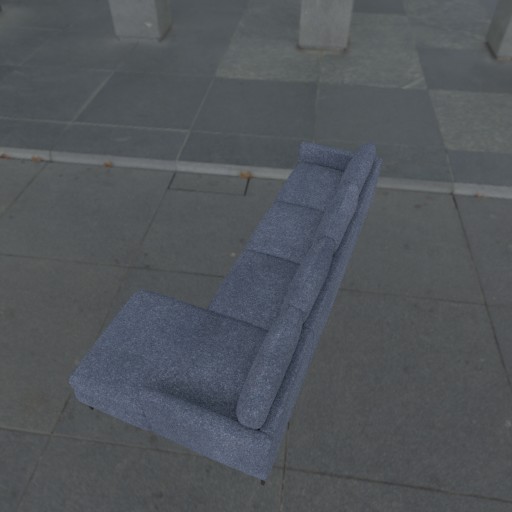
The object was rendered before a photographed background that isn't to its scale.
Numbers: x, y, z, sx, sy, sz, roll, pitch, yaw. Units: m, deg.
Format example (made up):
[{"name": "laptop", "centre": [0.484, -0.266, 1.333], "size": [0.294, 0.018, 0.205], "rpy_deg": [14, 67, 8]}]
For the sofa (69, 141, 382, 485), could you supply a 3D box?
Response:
[{"name": "sofa", "centre": [0.000, 0.000, 3.500], "size": [1.350, 0.810, 2.932], "rpy_deg": [17, 48, 16]}]
